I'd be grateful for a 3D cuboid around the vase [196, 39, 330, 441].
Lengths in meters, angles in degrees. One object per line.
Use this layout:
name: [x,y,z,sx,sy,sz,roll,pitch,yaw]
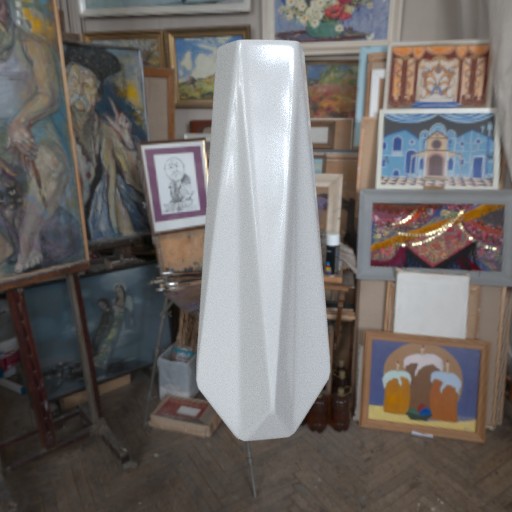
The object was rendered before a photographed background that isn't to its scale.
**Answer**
vase: [0.000,0.000,0.381,0.116,0.329,0.122,-8,19,-24]
